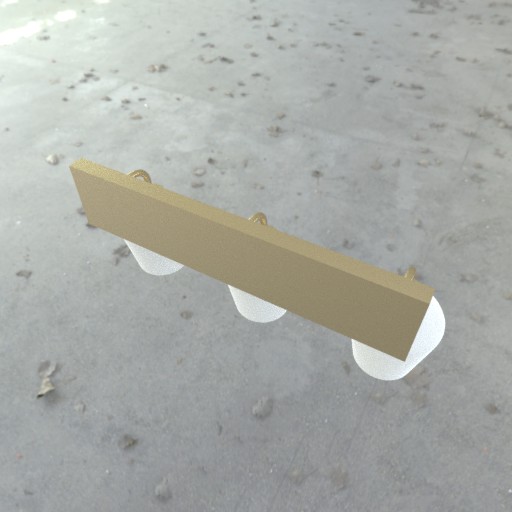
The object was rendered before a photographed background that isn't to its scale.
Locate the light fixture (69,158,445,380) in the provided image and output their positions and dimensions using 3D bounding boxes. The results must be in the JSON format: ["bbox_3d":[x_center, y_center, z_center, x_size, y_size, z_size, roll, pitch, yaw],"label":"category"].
[{"bbox_3d":[0.000,0.000,0.722,0.609,0.280,0.190,22,49,21],"label":"light fixture"}]
